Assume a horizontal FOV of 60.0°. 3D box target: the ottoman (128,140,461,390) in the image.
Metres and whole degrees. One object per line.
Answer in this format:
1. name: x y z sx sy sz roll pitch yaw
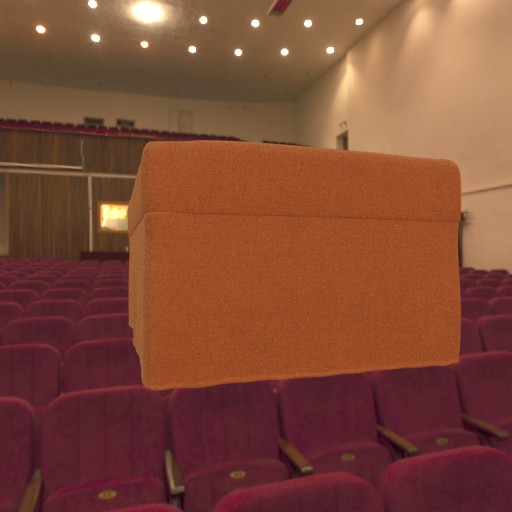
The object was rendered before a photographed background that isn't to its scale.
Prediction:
1. ottoman: 0.000 0.000 1.204 0.650 0.485 0.833 0 -1 -18
